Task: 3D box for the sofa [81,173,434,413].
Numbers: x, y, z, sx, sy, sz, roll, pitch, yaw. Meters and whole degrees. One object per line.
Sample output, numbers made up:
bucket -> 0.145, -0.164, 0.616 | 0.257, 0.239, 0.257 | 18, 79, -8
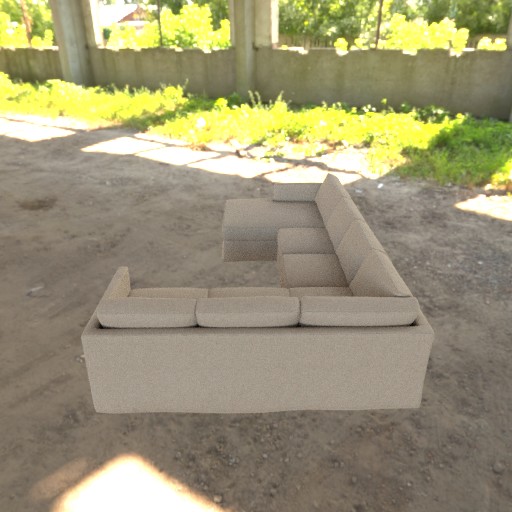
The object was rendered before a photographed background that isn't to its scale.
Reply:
sofa -> 0.000, 0.000, 4.657 | 2.476, 0.878, 3.528 | 0, 26, -1
